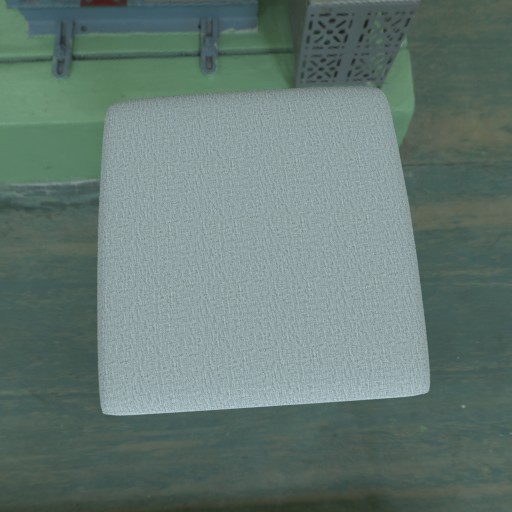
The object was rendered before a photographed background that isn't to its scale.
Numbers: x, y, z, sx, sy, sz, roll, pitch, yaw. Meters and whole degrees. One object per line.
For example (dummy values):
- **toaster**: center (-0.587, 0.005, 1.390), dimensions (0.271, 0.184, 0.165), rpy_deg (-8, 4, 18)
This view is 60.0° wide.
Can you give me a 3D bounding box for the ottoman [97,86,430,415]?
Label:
- **ottoman**: center (0.000, 0.000, 1.041), dimensions (0.649, 0.398, 0.650), rpy_deg (-4, 76, -1)
